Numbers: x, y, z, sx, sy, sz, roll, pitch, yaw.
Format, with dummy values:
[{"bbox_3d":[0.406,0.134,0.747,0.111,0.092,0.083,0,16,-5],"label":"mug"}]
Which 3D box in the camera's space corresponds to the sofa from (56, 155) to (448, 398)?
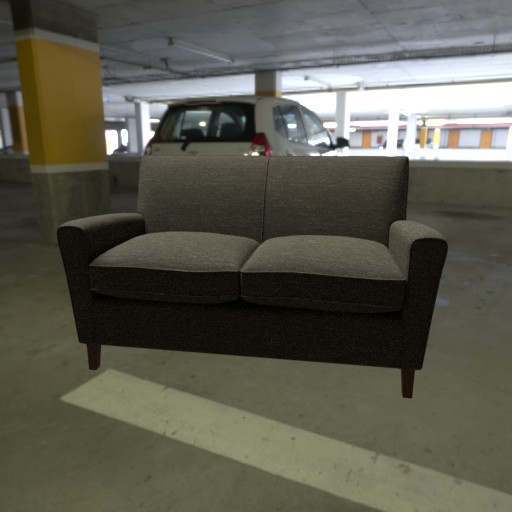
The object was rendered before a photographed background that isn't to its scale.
[{"bbox_3d":[0.000,0.000,2.089,1.509,0.905,0.867,2,14,9],"label":"sofa"}]
